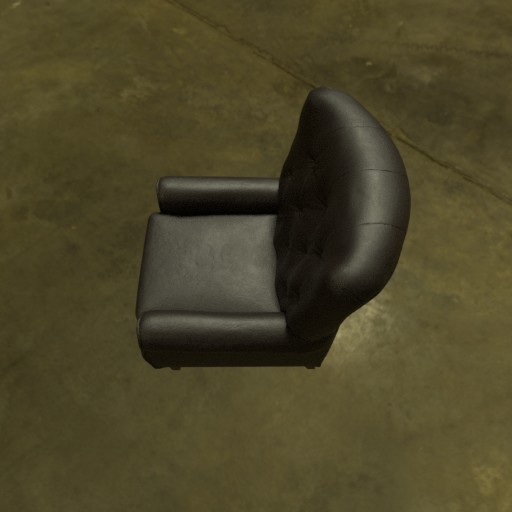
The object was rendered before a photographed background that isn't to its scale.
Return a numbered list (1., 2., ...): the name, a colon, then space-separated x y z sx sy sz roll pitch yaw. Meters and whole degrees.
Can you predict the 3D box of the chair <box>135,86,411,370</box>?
1. chair: 0.000 0.000 1.964 1.058 1.158 0.948 0 59 0
